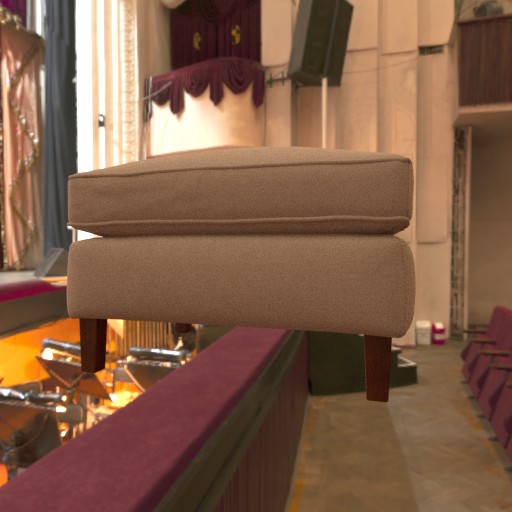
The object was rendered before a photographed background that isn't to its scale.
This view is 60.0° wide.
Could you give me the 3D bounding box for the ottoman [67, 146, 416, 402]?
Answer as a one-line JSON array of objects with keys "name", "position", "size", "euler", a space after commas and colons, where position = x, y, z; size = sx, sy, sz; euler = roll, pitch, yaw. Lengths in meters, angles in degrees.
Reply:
[{"name": "ottoman", "position": [0.000, 0.000, 0.998], "size": [0.665, 0.456, 0.501], "euler": [0, 2, 17]}]
